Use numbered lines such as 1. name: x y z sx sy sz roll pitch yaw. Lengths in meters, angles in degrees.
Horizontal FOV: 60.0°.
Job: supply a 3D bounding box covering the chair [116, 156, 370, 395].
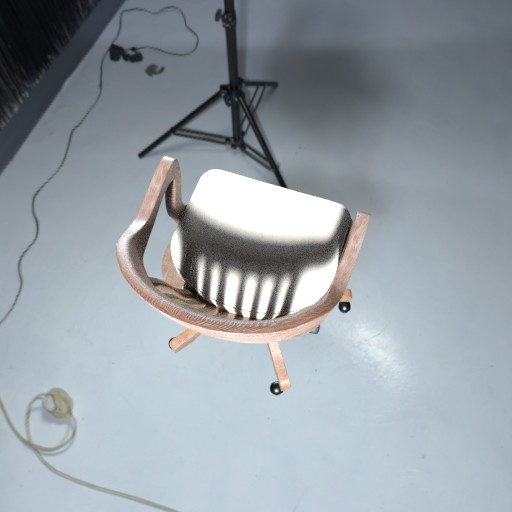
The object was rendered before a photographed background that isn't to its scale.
1. chair: 0.000 0.000 1.448 0.750 0.878 0.788 17 65 8
